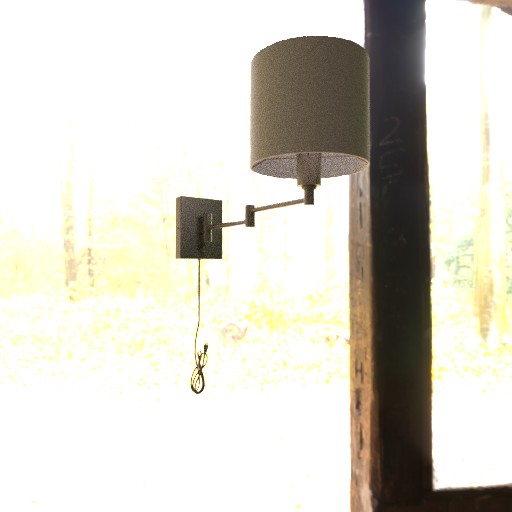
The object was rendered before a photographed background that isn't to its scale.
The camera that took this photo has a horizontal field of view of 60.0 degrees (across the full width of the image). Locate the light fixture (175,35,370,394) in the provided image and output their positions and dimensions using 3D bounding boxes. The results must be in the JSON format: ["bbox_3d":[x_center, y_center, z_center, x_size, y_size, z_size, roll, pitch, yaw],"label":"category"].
[{"bbox_3d":[0.000,0.000,0.884,0.203,0.651,0.516,1,-2,-35],"label":"light fixture"}]
